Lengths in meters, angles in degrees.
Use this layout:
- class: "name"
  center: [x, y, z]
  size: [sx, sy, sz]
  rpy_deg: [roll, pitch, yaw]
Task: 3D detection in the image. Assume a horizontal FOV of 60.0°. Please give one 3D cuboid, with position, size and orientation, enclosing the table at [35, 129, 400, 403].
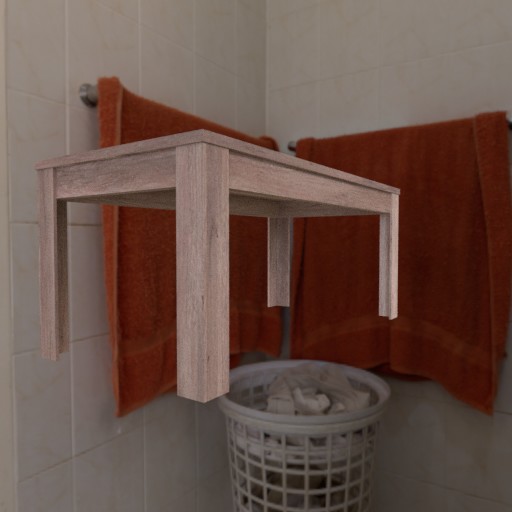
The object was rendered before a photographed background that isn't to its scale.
- class: "table"
  center: [0.000, 0.000, 2.264]
  size: [0.900, 0.790, 1.800]
  rpy_deg: [1, 2, 35]
